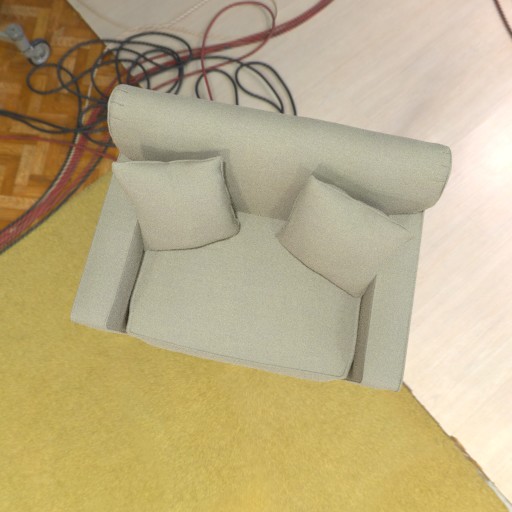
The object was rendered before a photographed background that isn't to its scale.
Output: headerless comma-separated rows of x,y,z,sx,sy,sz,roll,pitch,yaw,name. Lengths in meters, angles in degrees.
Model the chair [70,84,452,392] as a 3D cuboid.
0.000,0.000,2.040,1.383,0.948,1.000,11,77,3,chair
